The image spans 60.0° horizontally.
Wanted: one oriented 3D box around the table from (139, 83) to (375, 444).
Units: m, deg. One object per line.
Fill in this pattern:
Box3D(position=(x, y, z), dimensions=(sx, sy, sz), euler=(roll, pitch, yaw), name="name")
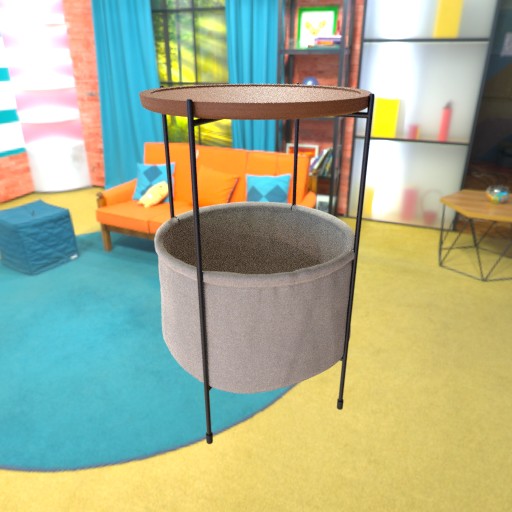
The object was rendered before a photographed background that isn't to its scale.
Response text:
Box3D(position=(0.000, 0.000, 0.883), dimensions=(0.393, 0.623, 0.393), euler=(-8, 26, -17), name="table")
